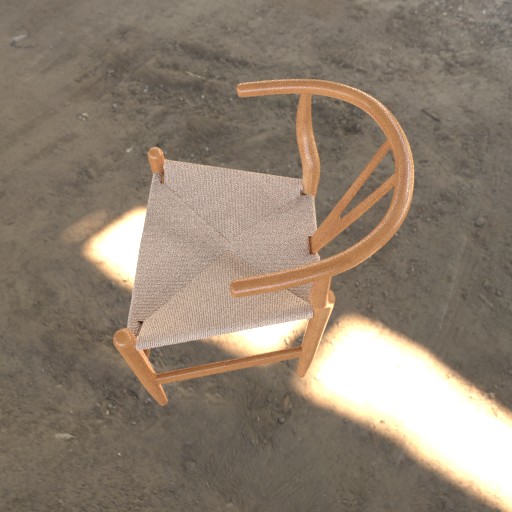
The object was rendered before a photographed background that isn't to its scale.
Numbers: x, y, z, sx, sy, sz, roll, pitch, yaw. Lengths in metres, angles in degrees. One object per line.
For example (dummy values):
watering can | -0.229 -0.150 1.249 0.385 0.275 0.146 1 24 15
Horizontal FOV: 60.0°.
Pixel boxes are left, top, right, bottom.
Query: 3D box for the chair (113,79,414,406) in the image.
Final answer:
chair | 0.000 0.000 1.121 0.579 0.730 0.569 0 57 0
